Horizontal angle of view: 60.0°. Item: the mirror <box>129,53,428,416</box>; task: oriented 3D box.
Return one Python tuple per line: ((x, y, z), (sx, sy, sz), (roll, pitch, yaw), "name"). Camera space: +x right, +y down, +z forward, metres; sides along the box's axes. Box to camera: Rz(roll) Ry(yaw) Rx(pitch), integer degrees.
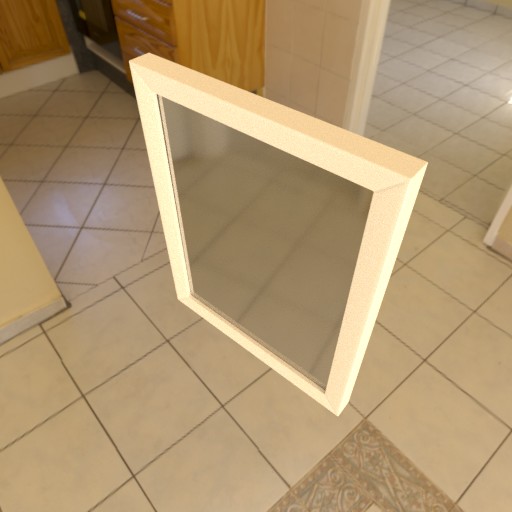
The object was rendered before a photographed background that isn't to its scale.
((0.000, 0.000, 0.690), (0.405, 0.508, 0.041), (31, 54, 26), "mirror")
